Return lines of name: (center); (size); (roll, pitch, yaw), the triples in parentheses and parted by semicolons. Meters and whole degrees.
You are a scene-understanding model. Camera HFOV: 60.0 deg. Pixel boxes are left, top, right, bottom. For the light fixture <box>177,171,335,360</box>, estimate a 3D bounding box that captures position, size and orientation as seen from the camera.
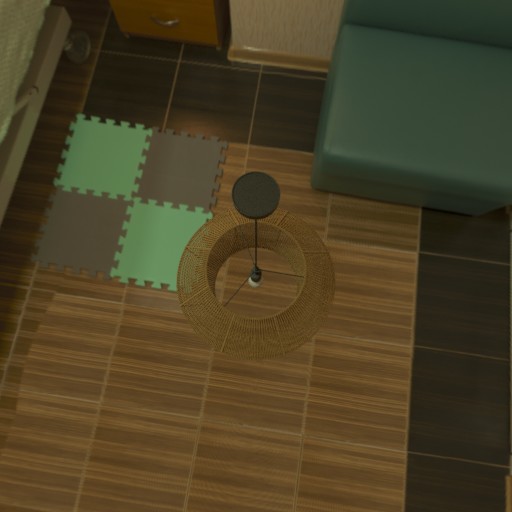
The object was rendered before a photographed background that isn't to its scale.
light fixture: (0.000, 0.000, 1.457); (0.643, 1.009, 0.643); (0, 74, 0)
